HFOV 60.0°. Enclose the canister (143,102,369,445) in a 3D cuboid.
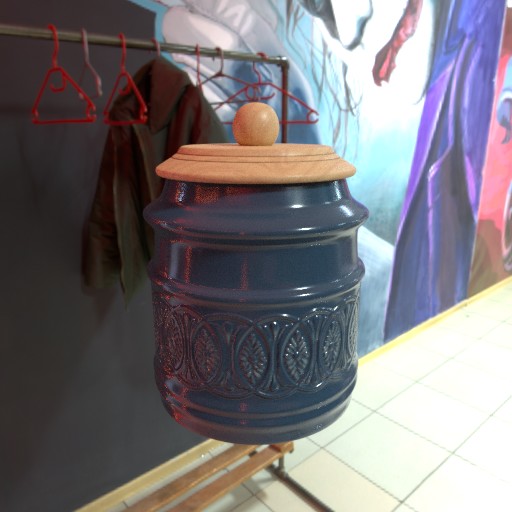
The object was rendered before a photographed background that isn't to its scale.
[{"bbox_3d":[0.000,0.000,0.269,0.130,0.176,0.130,0,16,0],"label":"canister"}]
